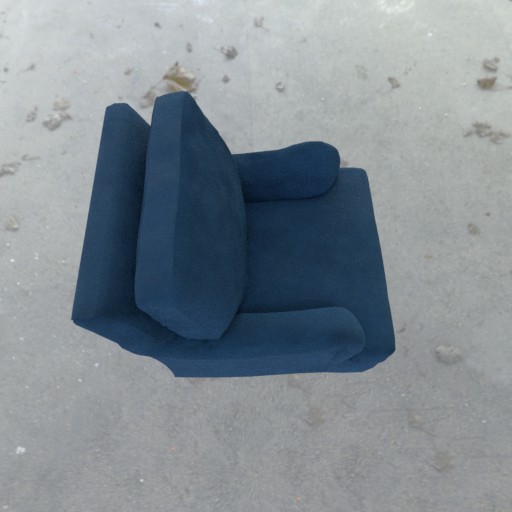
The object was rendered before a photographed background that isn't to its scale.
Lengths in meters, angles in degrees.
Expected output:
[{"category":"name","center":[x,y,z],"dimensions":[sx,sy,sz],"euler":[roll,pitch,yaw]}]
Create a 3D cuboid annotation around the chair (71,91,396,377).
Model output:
[{"category":"chair","center":[0.000,0.000,1.838],"dimensions":[1.078,1.076,0.895],"euler":[-1,64,-1]}]
